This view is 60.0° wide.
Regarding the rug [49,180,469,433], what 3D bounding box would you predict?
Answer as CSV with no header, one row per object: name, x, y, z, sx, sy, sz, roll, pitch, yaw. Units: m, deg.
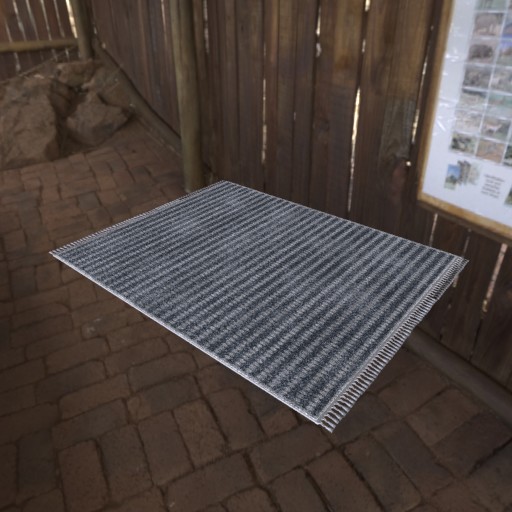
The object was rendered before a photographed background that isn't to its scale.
rug,0.000,0.000,3.865,2.910,0.013,2.256,23,38,33
